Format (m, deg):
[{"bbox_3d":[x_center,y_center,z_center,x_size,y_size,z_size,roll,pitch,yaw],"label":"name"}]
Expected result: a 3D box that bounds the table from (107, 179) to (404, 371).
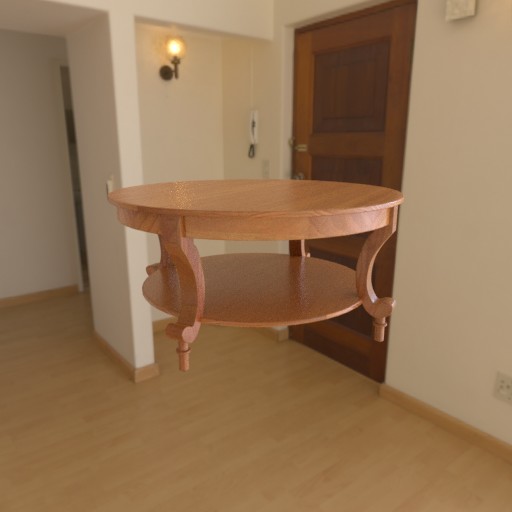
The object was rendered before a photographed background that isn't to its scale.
[{"bbox_3d":[0.000,0.000,1.664,1.029,0.490,1.029,0,14,0],"label":"table"}]
